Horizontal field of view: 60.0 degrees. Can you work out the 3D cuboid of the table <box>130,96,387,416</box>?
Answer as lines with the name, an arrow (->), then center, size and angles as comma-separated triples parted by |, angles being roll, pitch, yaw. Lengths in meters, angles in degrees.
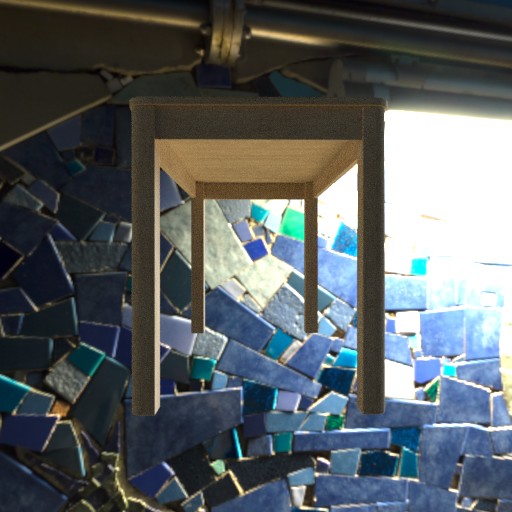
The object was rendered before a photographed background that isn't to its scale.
table -> 0.000, 0.000, 1.948 | 0.750, 0.900, 1.400 | 0, 0, -1
